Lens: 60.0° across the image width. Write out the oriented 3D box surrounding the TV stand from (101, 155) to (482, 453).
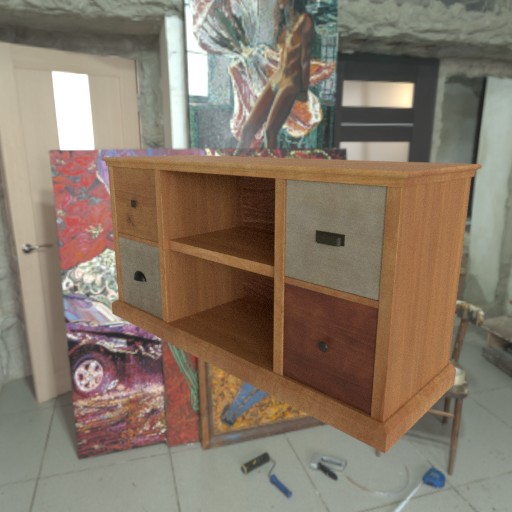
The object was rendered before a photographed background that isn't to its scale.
[{"bbox_3d":[0.000,0.000,1.437,1.181,0.607,0.417,13,20,42],"label":"TV stand"}]
